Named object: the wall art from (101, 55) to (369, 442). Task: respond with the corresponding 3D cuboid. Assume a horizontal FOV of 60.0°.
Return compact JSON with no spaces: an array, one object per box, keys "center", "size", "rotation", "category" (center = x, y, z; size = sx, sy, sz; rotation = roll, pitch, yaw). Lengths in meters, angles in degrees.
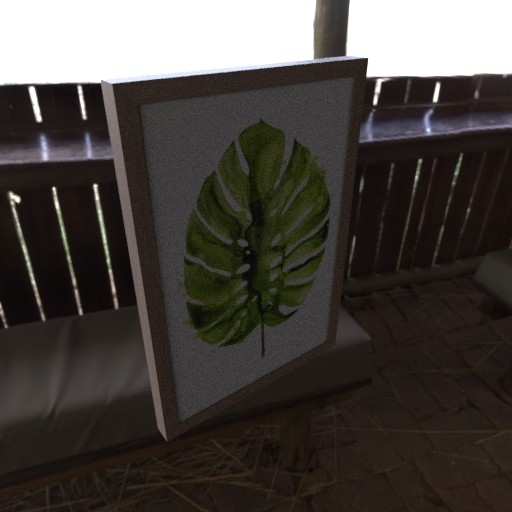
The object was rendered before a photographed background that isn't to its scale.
[{"center":[0.000,0.000,0.645],"size":[0.358,0.510,0.032],"rotation":[-21,36,-31],"category":"wall art"}]
